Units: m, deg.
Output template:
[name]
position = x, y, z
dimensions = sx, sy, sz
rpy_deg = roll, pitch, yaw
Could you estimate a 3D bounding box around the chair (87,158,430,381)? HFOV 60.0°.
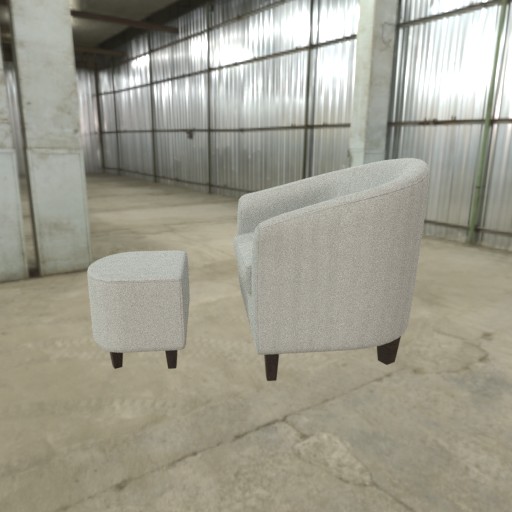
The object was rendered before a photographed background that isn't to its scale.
[chair]
position = 0.000, 0.000, 1.764
dimensions = 1.288, 0.757, 0.756
rpy_deg = -2, 14, -7
